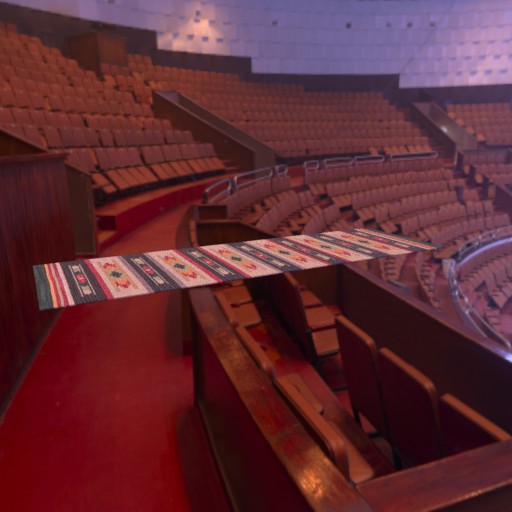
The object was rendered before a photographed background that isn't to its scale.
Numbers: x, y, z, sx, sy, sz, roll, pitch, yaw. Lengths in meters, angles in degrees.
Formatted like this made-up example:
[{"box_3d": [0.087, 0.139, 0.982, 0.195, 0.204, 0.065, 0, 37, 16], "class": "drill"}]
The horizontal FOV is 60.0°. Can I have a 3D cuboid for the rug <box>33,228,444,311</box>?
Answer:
[{"box_3d": [0.000, 0.000, 2.721, 2.440, 0.009, 0.760, -8, 16, -27], "class": "rug"}]
